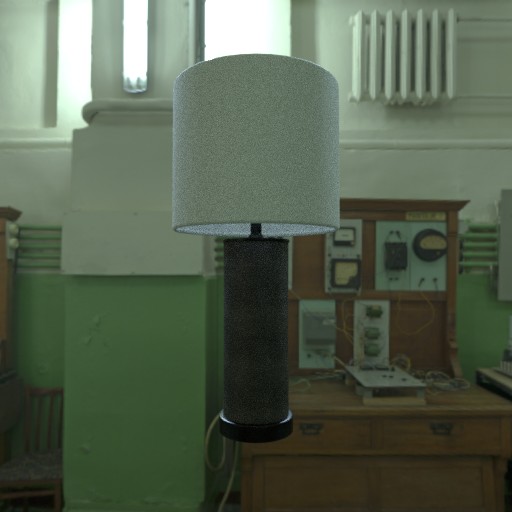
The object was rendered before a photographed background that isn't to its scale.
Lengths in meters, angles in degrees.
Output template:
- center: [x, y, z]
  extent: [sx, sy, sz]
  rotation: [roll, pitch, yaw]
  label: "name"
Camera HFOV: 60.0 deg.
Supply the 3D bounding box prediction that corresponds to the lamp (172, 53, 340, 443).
- center: [0.000, 0.000, 0.822]
  extent: [0.305, 0.634, 0.305]
  rotation: [0, -2, 0]
  label: "lamp"
